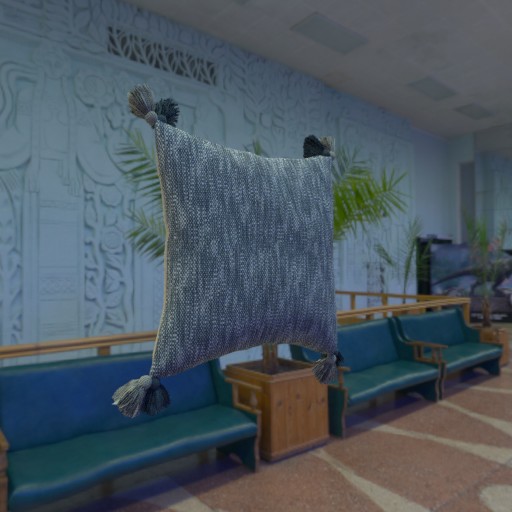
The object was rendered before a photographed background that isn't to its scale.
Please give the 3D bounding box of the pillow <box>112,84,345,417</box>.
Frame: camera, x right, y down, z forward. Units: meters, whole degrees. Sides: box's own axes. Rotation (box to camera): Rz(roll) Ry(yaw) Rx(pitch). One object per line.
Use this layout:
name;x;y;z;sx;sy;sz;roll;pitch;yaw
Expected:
pillow;0.000;0.000;0.950;0.614;0.634;0.138;1;-1;-37
